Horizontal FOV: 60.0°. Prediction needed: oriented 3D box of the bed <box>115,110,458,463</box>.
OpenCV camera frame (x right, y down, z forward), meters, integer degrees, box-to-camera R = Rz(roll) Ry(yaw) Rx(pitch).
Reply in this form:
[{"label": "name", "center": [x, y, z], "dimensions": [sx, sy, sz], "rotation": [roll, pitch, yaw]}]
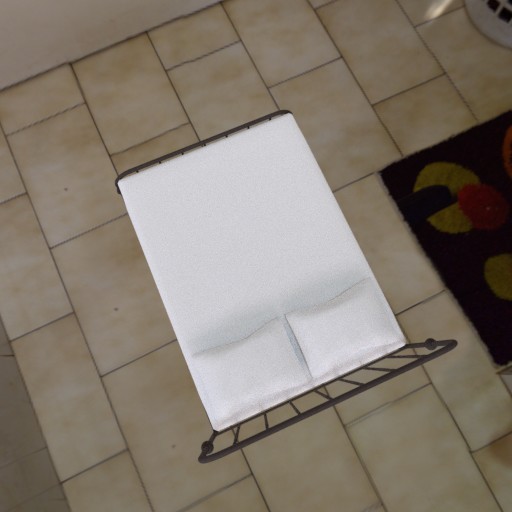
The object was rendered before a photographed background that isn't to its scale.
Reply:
[{"label": "bed", "center": [0.000, 0.000, 3.212], "dimensions": [1.616, 1.446, 2.134], "rotation": [-23, 78, -5]}]
